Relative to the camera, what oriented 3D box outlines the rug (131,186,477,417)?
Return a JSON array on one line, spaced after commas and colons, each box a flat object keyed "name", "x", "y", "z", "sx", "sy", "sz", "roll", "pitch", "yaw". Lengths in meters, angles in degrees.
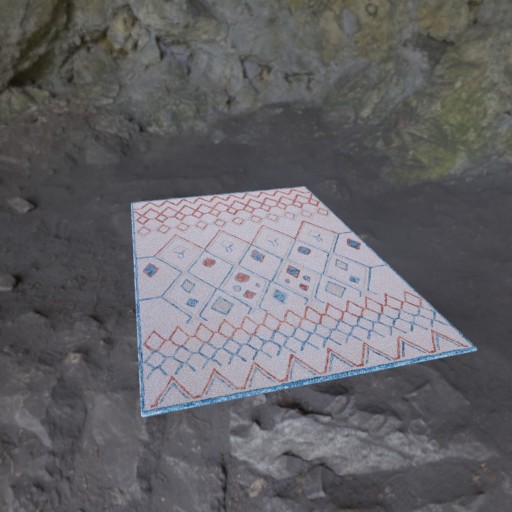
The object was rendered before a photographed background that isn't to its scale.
[{"name": "rug", "x": 0.000, "y": 0.000, "z": 2.283, "sx": 1.219, "sy": 0.016, "sz": 1.829, "roll": -7, "pitch": 29, "yaw": -13}]
